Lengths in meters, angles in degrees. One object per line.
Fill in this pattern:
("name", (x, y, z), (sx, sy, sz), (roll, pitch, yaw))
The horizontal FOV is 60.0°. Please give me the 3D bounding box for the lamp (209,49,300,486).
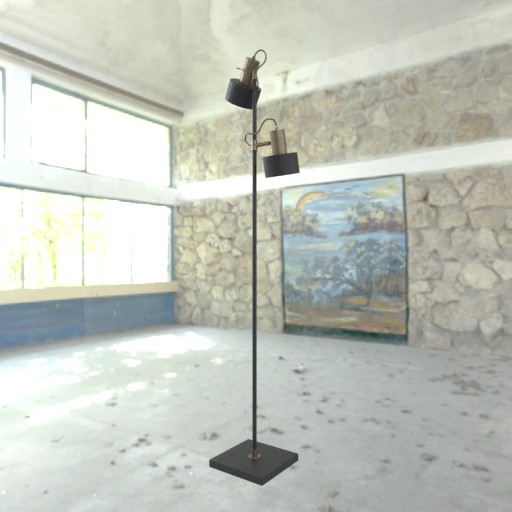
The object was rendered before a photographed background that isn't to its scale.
("lamp", (0.000, 0.000, 1.613), (0.315, 1.505, 0.233), (-1, -1, 36))
